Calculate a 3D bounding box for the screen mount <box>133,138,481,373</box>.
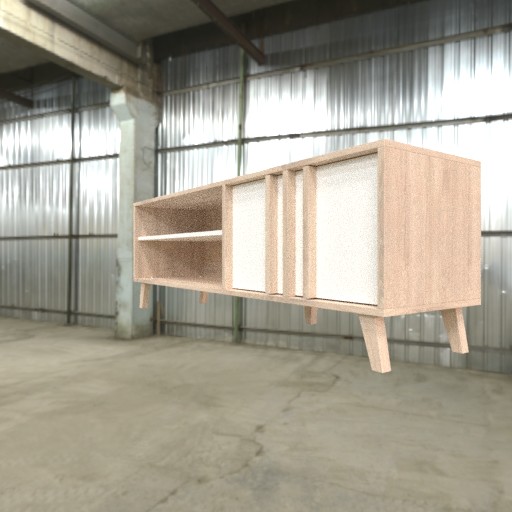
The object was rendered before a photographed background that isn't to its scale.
[{"bbox_3d":[0.000,0.000,1.673,0.400,0.510,1.500,0,0,-36],"label":"screen mount"}]
